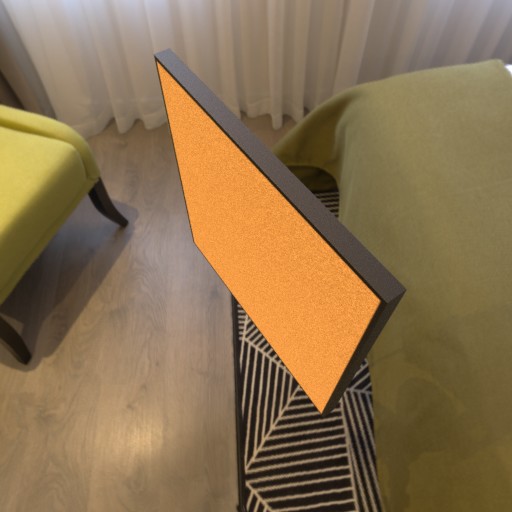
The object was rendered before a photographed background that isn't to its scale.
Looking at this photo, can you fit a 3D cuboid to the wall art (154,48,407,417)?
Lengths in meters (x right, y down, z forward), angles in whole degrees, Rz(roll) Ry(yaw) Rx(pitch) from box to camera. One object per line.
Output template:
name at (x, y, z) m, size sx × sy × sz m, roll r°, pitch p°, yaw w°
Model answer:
wall art at (0.000, 0.000, 1.176) m, size 0.042 × 0.766 × 0.769 m, roll -30°, pitch 62°, yaw -18°
